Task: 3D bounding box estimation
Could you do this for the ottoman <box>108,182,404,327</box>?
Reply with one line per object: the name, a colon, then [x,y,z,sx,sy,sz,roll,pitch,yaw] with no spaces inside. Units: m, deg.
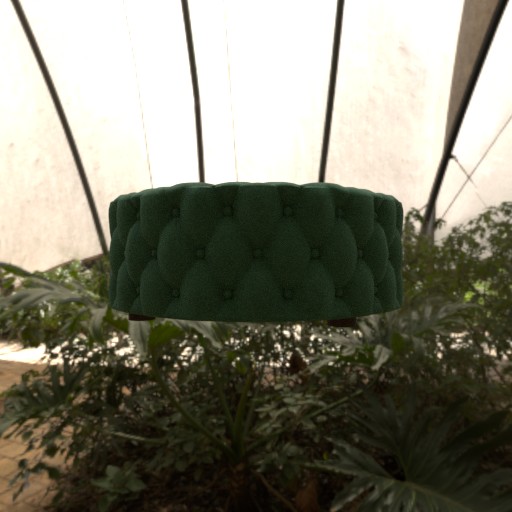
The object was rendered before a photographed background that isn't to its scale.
ottoman: [0.000,0.000,1.570,0.998,0.399,0.998,0,0,0]
